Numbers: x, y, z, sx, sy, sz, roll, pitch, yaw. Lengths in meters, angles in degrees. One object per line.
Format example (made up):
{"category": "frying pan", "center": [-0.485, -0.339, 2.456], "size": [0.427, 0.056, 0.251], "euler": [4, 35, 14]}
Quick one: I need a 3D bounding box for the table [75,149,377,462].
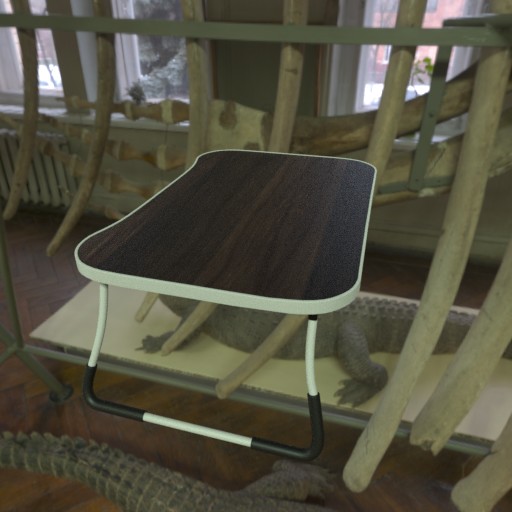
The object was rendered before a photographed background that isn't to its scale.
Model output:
{"category": "table", "center": [0.000, 0.000, 0.847], "size": [0.400, 0.232, 0.660], "euler": [8, 30, 14]}
